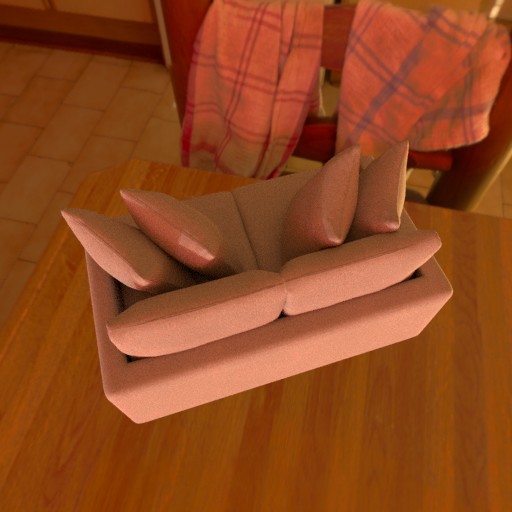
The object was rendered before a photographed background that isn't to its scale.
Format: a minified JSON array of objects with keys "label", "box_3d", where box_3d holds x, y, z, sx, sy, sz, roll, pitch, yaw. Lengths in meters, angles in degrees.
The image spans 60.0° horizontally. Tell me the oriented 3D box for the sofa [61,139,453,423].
[{"label":"sofa","box_3d":[0.000,0.000,2.604,1.869,1.080,1.228,-15,60,-9]}]
